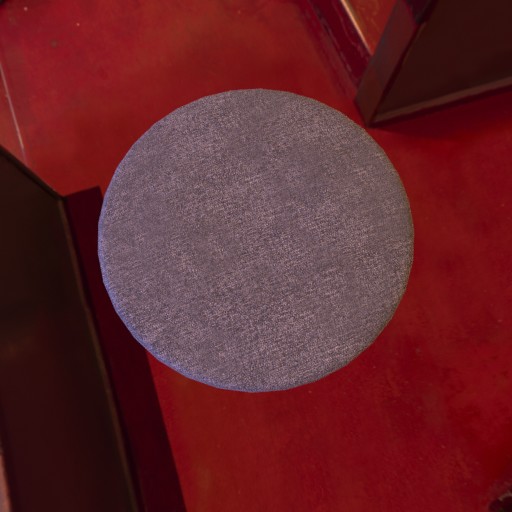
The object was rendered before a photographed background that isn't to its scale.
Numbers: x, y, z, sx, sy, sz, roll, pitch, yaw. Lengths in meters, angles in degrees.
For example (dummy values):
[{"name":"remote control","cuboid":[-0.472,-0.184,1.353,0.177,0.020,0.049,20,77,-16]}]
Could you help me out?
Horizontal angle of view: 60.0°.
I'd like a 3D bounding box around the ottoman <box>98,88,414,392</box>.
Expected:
[{"name":"ottoman","cuboid":[0.000,0.000,0.875,0.500,0.419,0.500,0,76,0]}]
